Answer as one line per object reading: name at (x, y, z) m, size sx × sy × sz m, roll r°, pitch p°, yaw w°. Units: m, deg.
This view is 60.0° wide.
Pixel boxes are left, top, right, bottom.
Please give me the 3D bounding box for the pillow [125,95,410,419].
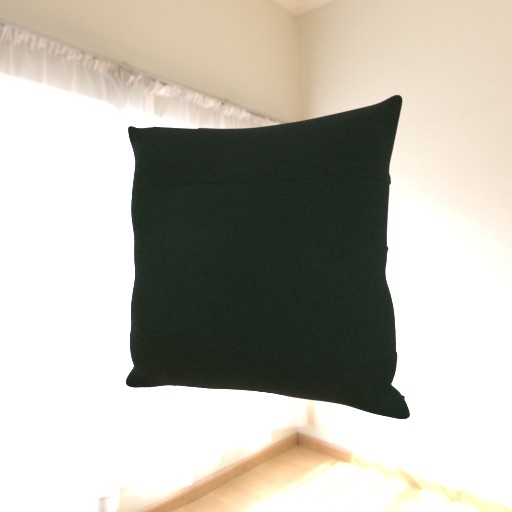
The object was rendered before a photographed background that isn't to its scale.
pillow at (0.000, 0.000, 0.668) m, size 0.439 × 0.440 × 0.184 m, roll 0°, pitch 0°, yaw 17°
